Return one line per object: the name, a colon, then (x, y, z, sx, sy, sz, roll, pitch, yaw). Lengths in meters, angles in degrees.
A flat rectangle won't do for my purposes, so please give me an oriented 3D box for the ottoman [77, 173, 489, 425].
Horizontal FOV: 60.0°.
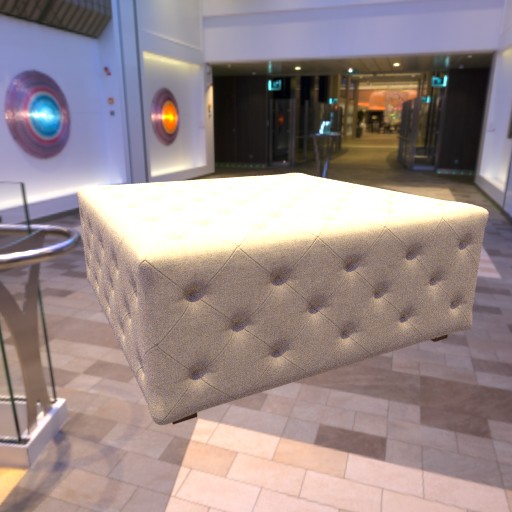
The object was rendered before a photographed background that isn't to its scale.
ottoman: (0.000, 0.000, 1.557, 1.028, 0.439, 1.028, -9, 19, -26)
